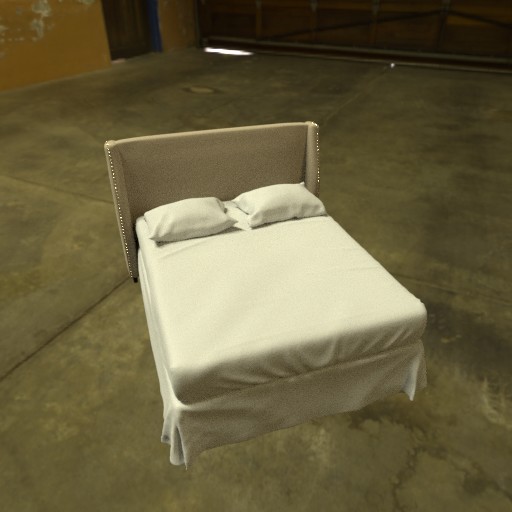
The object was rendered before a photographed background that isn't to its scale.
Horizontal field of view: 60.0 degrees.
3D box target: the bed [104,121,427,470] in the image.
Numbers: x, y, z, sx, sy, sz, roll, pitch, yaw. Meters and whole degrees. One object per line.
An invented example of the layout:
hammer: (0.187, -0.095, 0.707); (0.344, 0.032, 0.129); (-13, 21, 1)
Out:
bed: (0.000, 0.000, 3.380); (1.925, 1.332, 2.276); (-10, 34, -16)
